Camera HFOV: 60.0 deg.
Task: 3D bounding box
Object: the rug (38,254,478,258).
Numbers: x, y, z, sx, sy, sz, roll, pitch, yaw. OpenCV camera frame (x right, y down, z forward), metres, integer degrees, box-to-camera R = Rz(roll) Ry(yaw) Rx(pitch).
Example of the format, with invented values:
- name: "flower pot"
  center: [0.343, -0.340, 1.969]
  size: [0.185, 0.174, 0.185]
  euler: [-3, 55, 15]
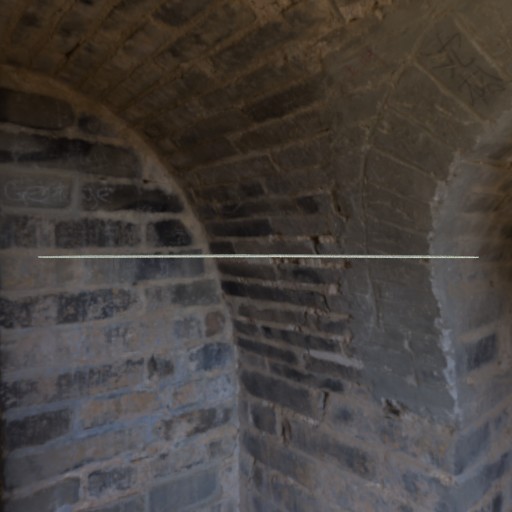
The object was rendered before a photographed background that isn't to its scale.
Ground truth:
- name: "rug"
  center: [0.000, 0.000, 2.685]
  size: [2.340, 0.013, 0.686]
  euler: [0, 1, 2]
